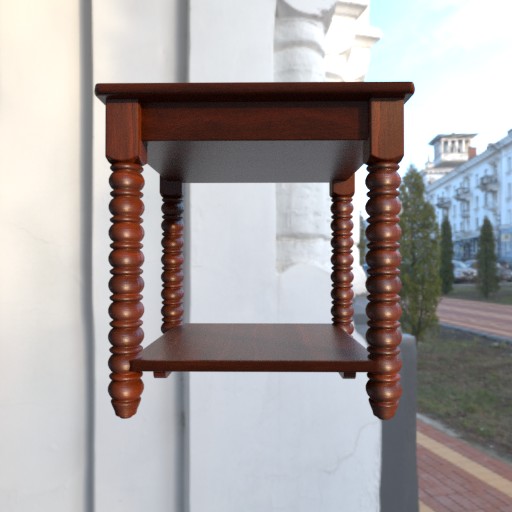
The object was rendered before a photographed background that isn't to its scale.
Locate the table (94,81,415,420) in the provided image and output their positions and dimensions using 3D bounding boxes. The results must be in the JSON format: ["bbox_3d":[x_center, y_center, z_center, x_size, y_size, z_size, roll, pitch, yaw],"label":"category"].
[{"bbox_3d":[0.000,0.000,0.974,0.533,0.567,0.500,0,-1,1],"label":"table"}]
